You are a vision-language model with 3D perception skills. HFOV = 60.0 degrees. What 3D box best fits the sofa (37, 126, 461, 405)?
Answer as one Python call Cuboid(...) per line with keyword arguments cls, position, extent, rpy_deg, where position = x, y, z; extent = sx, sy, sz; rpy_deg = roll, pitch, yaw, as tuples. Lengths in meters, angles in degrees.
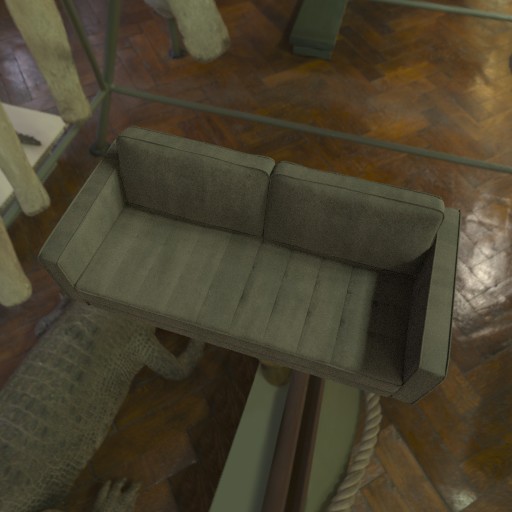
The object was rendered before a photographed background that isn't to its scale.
Cuboid(cls="sofa", position=(0.000, 0.000, 2.326), extent=(1.920, 0.825, 0.924), rpy_deg=(15, 59, 9))
